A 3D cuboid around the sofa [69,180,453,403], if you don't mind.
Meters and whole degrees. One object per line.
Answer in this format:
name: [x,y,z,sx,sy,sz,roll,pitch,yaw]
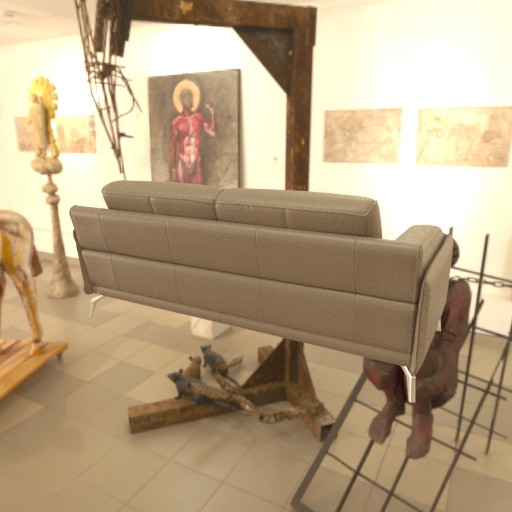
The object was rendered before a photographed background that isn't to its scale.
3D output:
sofa: [0.000,0.000,2.657,2.101,0.930,1.049,8,18,27]
